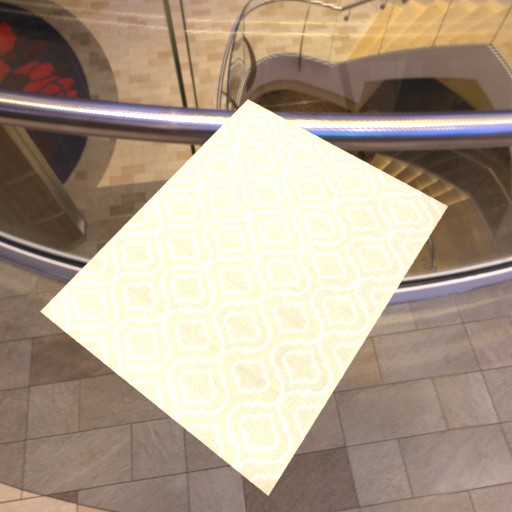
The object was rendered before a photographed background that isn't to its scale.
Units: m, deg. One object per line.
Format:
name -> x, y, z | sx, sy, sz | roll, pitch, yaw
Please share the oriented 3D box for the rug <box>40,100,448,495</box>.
rug -> 0.000, 0.000, 3.865 | 2.283, 0.006, 2.892 | 33, 68, 15
